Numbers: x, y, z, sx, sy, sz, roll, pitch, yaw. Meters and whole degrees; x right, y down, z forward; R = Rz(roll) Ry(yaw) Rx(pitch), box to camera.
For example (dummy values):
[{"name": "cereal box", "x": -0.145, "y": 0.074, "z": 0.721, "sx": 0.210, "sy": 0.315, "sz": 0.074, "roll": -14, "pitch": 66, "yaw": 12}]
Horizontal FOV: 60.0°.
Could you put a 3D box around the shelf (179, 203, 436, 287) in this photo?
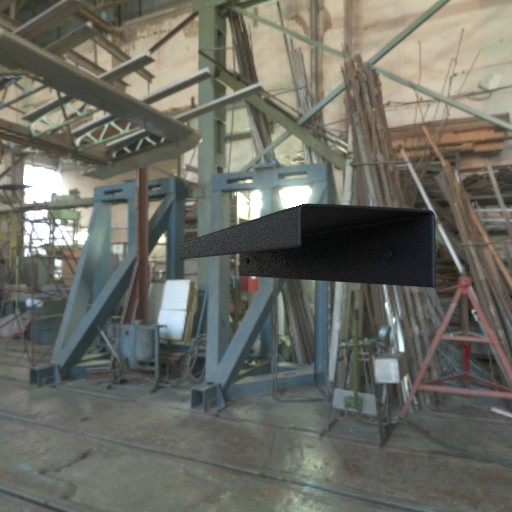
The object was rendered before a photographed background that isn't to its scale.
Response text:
[{"name": "shelf", "x": 0.000, "y": 0.000, "z": 0.497, "sx": 0.102, "sy": 0.053, "sz": 0.456, "roll": 1, "pitch": -2, "yaw": -19}]
